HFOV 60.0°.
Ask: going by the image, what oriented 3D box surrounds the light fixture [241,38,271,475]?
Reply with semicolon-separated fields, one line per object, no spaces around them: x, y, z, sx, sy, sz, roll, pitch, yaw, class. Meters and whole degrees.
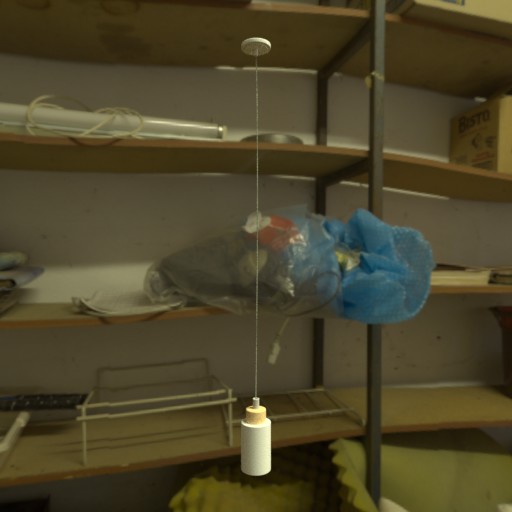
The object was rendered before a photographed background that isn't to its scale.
0.000;0.000;1.883;0.125;1.798;0.125;0;0;-37;light fixture
